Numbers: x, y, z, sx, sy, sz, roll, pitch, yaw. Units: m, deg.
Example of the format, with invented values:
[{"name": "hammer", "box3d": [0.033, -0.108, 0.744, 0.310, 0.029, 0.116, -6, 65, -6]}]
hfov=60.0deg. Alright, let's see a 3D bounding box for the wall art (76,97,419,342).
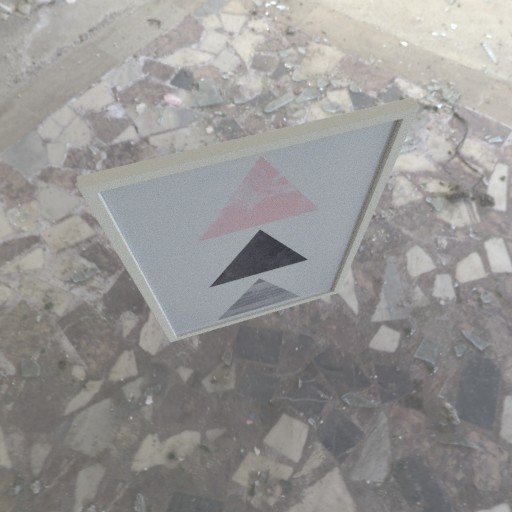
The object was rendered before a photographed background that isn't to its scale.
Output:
[{"name": "wall art", "box3d": [0.000, 0.000, 0.572, 0.303, 0.433, 0.013, -15, 64, -8]}]
